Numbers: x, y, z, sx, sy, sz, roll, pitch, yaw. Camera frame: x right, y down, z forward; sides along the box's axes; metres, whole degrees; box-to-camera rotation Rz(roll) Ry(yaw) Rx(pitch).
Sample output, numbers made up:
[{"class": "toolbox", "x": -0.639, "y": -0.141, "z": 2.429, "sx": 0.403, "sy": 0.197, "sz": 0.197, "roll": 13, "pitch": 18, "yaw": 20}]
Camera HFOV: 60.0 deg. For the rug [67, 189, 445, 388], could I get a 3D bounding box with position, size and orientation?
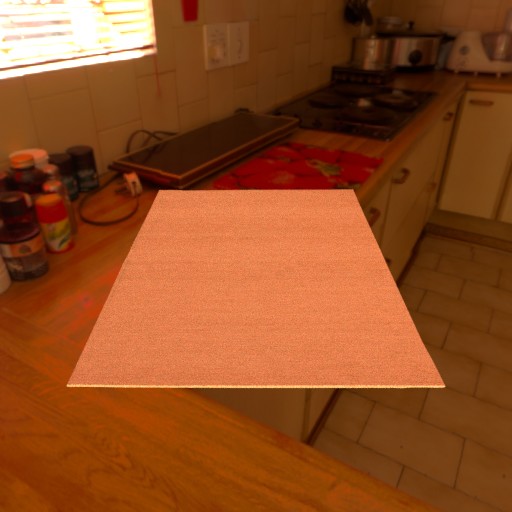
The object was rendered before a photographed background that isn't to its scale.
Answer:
[{"class": "rug", "x": 0.000, "y": 0.000, "z": 4.193, "sx": 2.434, "sy": 0.045, "sz": 3.202, "roll": 0, "pitch": 31, "yaw": 0}]
